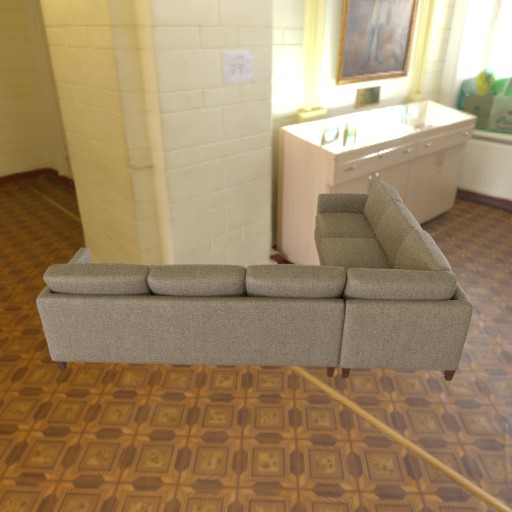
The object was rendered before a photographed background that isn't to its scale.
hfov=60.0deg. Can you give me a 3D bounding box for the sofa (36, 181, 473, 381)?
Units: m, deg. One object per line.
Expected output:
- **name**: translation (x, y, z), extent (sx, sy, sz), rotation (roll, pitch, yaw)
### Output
- **sofa**: translation (0.000, 0.000, 4.508), extent (3.302, 0.947, 2.593), rotation (1, 27, 2)
